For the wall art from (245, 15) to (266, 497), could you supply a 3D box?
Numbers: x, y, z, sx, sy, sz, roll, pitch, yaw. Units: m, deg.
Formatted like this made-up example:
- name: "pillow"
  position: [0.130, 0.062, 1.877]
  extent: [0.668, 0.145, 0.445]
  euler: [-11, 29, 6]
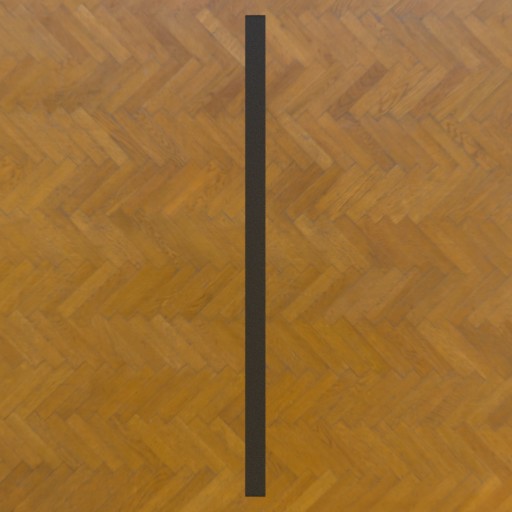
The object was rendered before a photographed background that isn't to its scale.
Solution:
- name: "wall art"
  position: [0.000, 0.000, 0.943]
  extent: [0.037, 0.303, 0.860]
  euler: [0, 90, 0]
